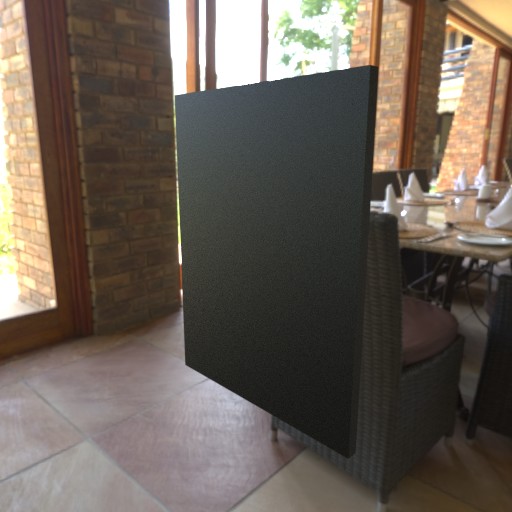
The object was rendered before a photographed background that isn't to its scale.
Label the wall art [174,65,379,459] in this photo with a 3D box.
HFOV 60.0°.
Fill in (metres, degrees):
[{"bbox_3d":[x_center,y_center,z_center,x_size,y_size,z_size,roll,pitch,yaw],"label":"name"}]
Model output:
[{"bbox_3d":[0.000,0.000,1.453,0.038,1.062,0.806,-13,18,-43],"label":"wall art"}]
